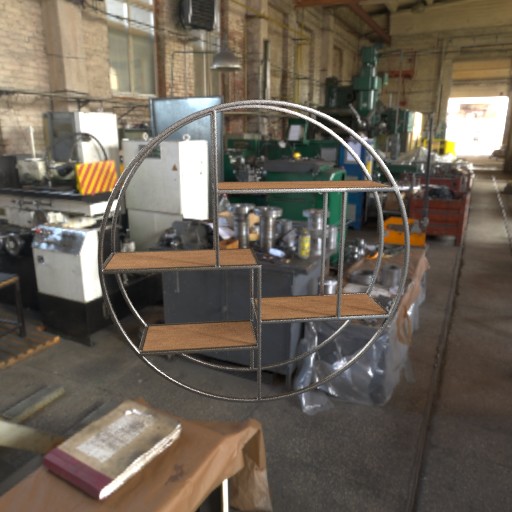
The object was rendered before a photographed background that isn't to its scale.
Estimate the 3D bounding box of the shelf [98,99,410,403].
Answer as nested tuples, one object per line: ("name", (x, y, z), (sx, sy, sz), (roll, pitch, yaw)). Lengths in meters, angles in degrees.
("shelf", (0.000, 0.000, 1.351), (0.888, 0.888, 0.202), (-2, 15, -7))
